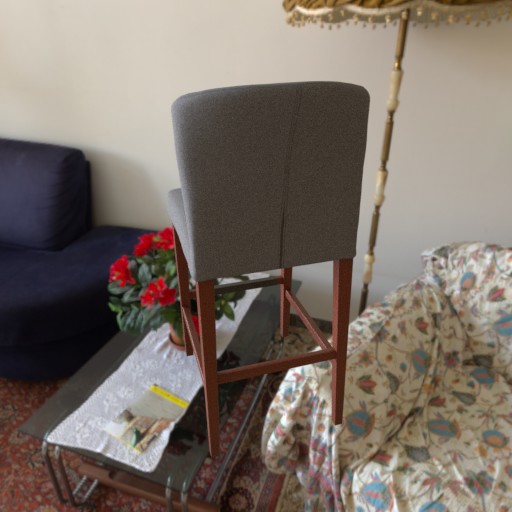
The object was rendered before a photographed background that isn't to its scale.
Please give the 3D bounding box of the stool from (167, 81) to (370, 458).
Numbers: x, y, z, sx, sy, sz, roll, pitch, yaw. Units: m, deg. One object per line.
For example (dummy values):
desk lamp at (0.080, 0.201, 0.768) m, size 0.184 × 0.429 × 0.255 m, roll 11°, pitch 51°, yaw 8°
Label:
stool at (0.000, 0.000, 1.378) m, size 0.481 × 1.069 × 0.568 m, roll -8°, pitch 29°, yaw -15°
